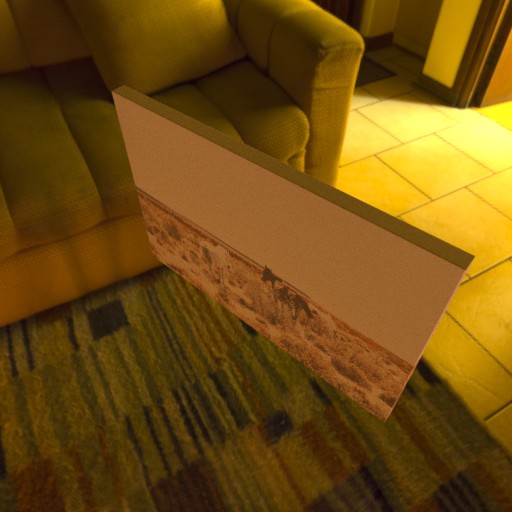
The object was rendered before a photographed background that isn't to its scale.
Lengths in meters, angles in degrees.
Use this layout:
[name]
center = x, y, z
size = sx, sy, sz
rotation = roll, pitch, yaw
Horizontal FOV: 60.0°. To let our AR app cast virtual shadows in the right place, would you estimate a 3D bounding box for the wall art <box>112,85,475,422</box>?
[wall art]
center = 0.000, 0.000, 1.425
size = 1.138, 0.761, 0.051
rotation = 32, 55, 26
